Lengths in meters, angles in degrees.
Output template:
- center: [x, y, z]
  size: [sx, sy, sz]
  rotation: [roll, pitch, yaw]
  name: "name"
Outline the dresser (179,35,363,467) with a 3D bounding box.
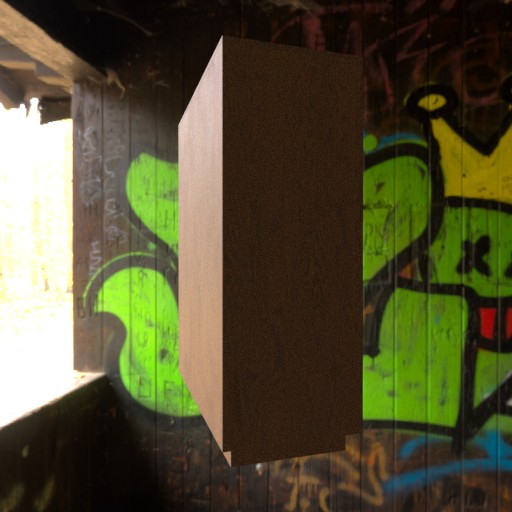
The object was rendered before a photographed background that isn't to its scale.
- center: [0.000, 0.000, 1.859]
  size: [0.516, 1.320, 0.964]
  rotation: [0, 0, -18]
  name: "dresser"
